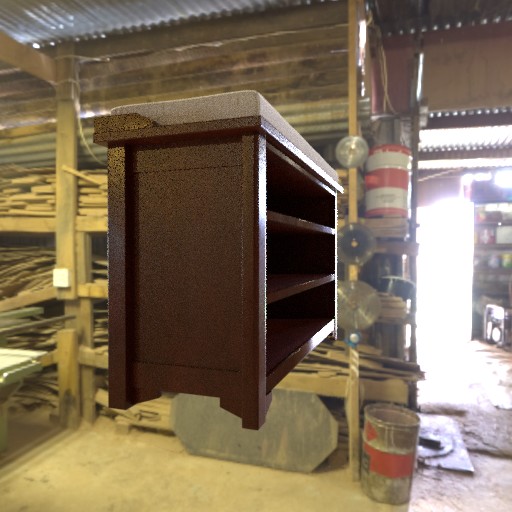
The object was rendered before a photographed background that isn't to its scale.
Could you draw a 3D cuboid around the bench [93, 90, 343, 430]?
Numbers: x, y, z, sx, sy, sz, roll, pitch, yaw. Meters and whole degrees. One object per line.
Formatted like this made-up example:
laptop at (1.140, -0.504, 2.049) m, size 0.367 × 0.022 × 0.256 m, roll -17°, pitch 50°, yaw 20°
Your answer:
bench at (0.000, 0.000, 1.327) m, size 0.369 × 0.646 × 0.987 m, roll 0°, pitch 1°, yaw 20°
